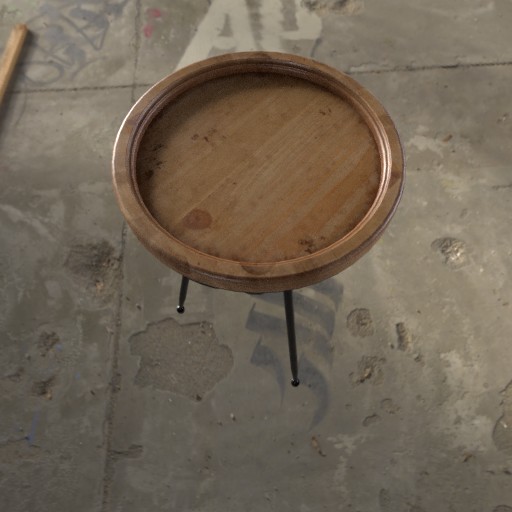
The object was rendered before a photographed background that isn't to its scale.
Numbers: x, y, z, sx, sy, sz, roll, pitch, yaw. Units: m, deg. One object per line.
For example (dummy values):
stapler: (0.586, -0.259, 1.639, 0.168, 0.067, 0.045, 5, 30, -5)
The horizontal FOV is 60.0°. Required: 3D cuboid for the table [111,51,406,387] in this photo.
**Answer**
table: (0.000, 0.000, 0.912, 0.418, 0.664, 0.414, 14, 63, 7)
